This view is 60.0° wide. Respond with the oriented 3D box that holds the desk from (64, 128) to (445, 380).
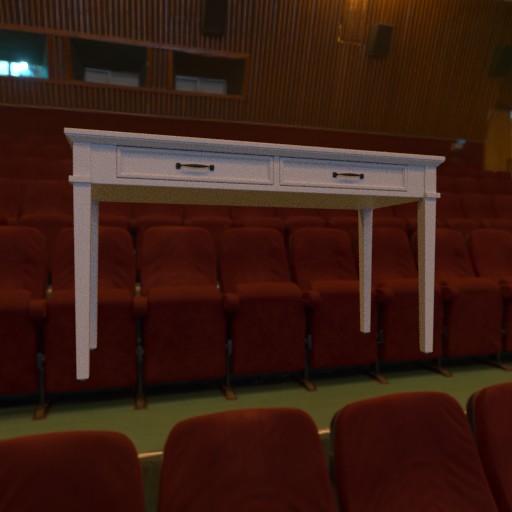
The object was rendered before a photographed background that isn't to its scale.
[{"bbox_3d":[0.000,0.000,1.797,1.372,0.774,0.559,0,0,-17],"label":"desk"}]
